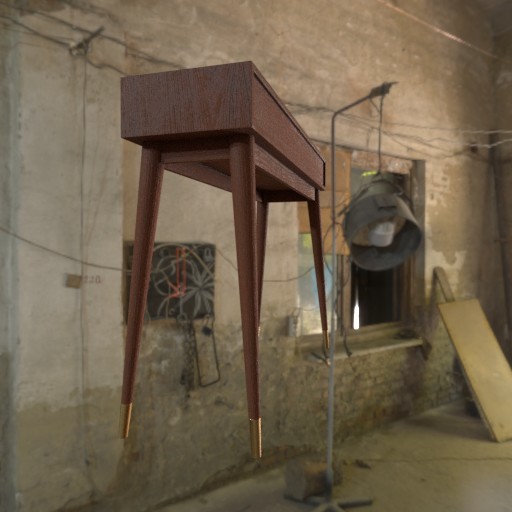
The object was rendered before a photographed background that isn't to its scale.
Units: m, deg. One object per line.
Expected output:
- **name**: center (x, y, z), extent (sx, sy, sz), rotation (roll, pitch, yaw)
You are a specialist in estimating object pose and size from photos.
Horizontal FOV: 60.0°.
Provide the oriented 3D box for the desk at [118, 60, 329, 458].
- **desk**: center (0.000, 0.000, 1.647), extent (0.384, 0.917, 1.204), rotation (0, 1, 17)
